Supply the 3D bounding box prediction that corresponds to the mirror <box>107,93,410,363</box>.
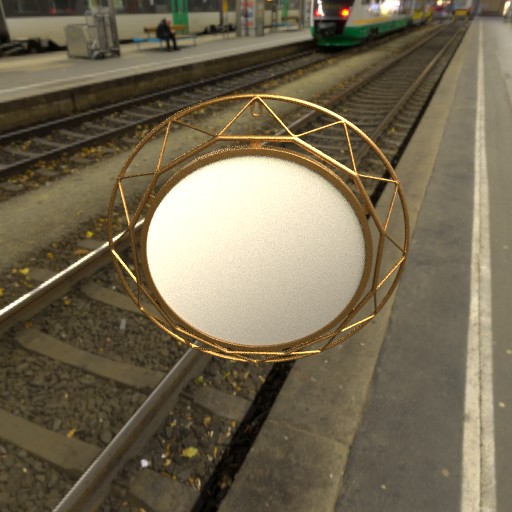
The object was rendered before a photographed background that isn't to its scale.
[{"bbox_3d":[0.000,0.000,0.658,0.454,0.454,0.043,1,30,2],"label":"mirror"}]
